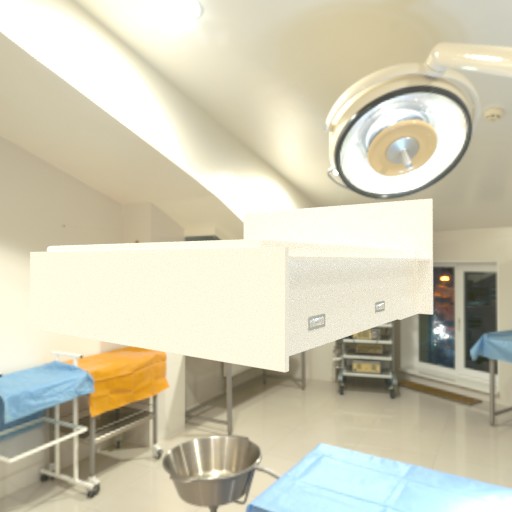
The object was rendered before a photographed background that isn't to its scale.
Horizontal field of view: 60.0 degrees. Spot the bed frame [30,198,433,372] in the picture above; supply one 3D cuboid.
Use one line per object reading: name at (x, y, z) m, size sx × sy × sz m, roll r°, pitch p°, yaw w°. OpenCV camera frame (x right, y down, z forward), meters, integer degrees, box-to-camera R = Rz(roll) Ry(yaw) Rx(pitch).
bed frame at (0.000, 0.000, 2.742) m, size 1.622 × 0.800 × 1.960 m, roll 0°, pitch -1°, yaw 35°
